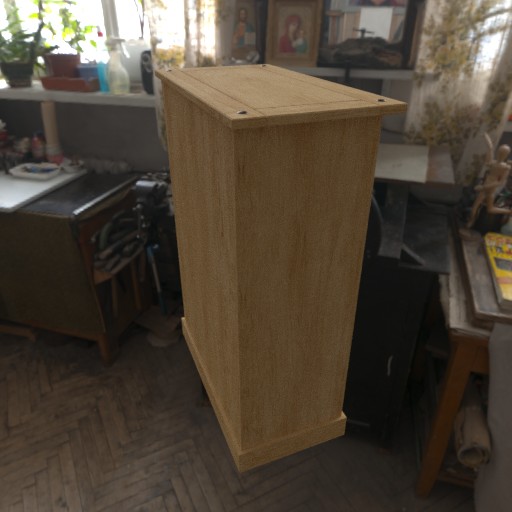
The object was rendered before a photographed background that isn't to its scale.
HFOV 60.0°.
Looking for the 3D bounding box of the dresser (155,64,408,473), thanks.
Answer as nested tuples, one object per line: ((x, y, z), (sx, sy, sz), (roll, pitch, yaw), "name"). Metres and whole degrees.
((0.000, 0.000, 1.759), (0.485, 1.300, 0.915), (-11, 32, -19), "dresser")
